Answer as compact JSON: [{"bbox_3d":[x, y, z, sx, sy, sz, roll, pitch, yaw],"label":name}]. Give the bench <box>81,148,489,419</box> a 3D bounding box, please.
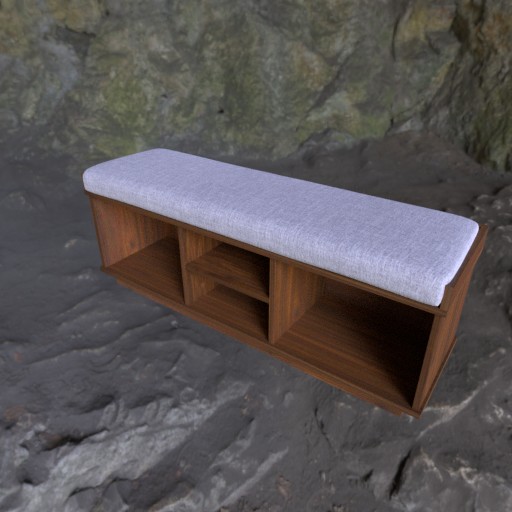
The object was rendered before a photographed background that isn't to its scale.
[{"bbox_3d":[0.000,0.000,1.396,1.196,0.468,0.367,19,35,30],"label":"bench"}]
